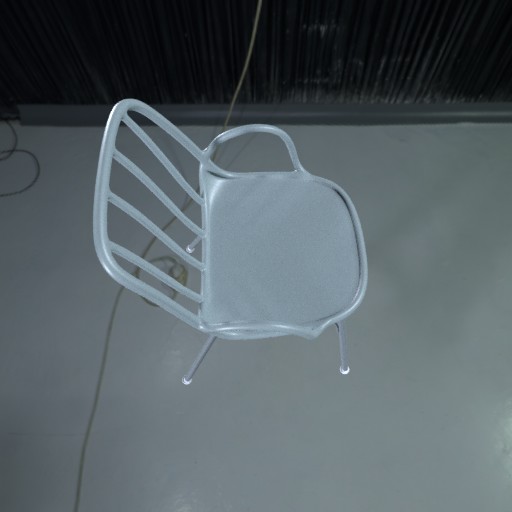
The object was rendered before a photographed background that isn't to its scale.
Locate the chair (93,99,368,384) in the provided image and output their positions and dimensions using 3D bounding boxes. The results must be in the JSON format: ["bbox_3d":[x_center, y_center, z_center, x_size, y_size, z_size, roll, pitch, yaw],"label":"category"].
[{"bbox_3d":[0.000,0.000,1.198,0.597,0.816,0.549,-2,64,-1],"label":"chair"}]
